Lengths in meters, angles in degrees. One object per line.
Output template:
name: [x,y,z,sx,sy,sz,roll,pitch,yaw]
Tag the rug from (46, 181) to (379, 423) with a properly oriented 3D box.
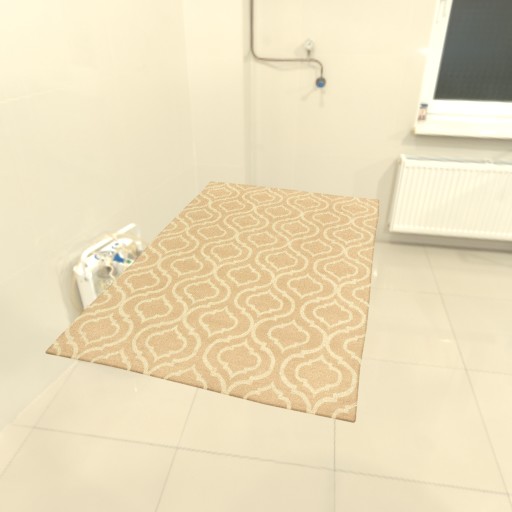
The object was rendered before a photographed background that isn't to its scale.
rug: [0.000,0.000,2.235,1.152,0.013,1.761,8,32,13]
